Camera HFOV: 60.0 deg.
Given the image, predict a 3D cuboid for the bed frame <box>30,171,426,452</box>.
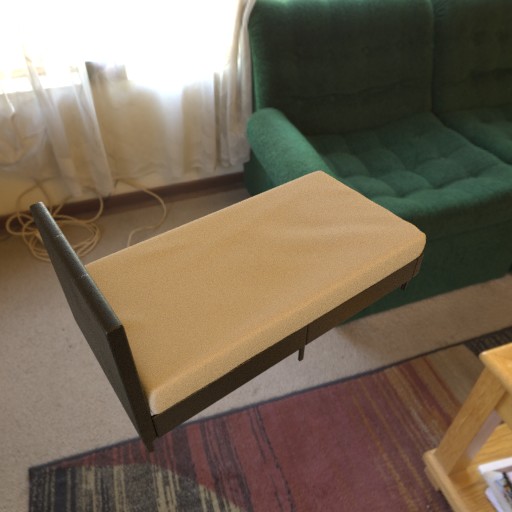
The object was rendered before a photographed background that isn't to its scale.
[{"bbox_3d":[0.000,0.000,2.588,2.152,1.046,1.038,-26,47,-26],"label":"bed frame"}]
